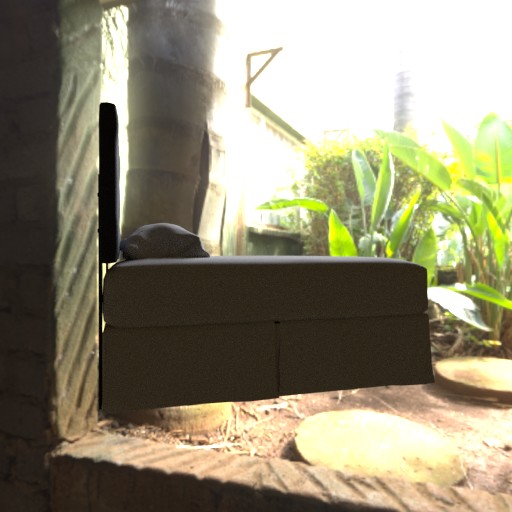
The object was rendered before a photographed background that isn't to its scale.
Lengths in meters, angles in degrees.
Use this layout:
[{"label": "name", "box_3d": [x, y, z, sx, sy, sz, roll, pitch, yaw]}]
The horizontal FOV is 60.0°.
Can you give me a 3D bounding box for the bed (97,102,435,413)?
[{"label": "bed", "box_3d": [0.000, 0.000, 3.038, 1.997, 1.571, 1.261, 0, 1, -17]}]
